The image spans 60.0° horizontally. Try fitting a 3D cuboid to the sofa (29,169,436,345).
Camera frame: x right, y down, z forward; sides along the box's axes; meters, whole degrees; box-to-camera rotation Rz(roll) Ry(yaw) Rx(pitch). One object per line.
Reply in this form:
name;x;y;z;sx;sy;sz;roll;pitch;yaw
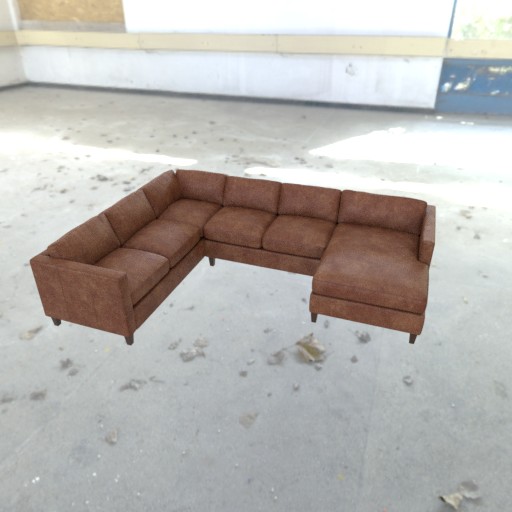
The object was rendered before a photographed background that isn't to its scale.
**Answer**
sofa;0.000;0.000;4.499;3.324;0.888;2.452;10;31;17
